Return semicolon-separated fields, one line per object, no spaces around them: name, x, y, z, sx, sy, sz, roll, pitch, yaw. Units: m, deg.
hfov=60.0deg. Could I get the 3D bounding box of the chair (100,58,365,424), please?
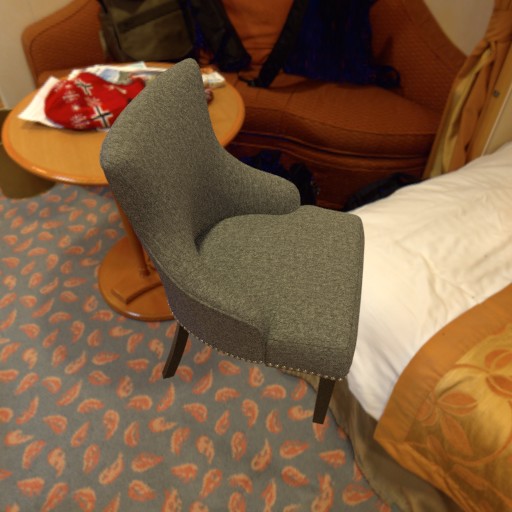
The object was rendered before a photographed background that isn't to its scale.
chair;0.000;0.000;1.294;0.629;0.909;0.566;9;47;9
